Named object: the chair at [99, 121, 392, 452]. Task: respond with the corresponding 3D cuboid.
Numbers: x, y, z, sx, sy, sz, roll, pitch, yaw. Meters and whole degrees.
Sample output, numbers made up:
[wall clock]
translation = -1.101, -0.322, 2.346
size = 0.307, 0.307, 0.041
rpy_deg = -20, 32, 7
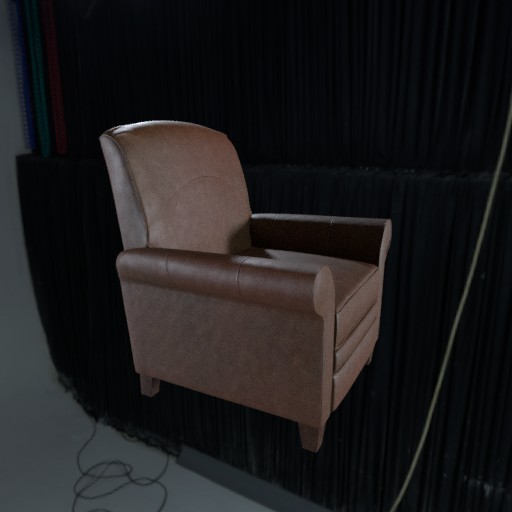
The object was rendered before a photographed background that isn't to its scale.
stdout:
[chair]
translation = 0.000, 0.000, 1.795
size = 0.902, 1.061, 0.978
rpy_deg = 8, 16, 27
